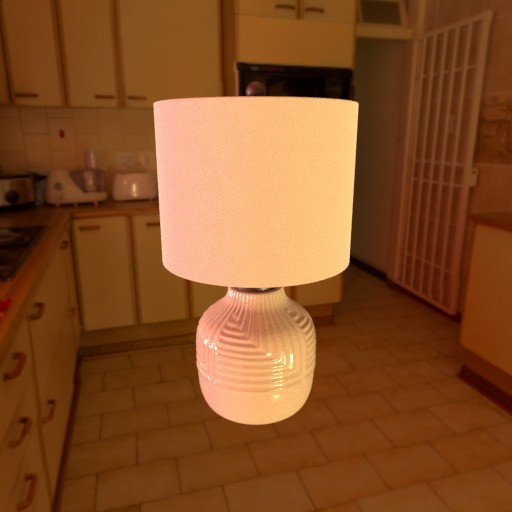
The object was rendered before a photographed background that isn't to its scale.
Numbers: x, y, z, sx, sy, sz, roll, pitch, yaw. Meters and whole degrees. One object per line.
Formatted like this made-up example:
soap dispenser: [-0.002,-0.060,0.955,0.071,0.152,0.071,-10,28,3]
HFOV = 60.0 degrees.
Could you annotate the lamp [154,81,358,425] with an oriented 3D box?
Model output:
lamp: [0.000,0.000,0.770,0.318,0.567,0.318,0,16,0]
